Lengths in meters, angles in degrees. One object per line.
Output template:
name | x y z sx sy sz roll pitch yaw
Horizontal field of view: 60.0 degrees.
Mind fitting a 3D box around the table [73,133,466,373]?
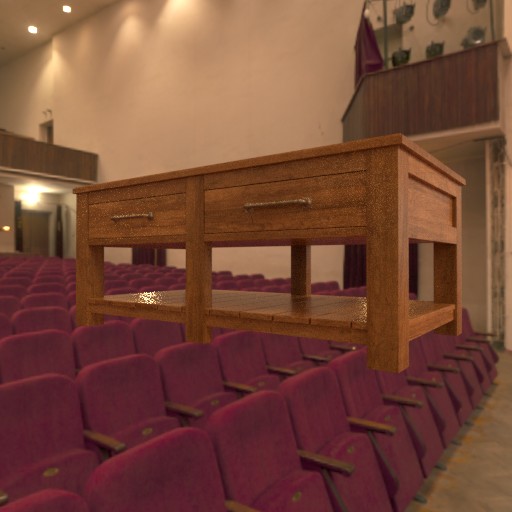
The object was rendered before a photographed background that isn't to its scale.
table | 0.000 0.000 1.456 1.150 0.480 0.635 0 -1 36
